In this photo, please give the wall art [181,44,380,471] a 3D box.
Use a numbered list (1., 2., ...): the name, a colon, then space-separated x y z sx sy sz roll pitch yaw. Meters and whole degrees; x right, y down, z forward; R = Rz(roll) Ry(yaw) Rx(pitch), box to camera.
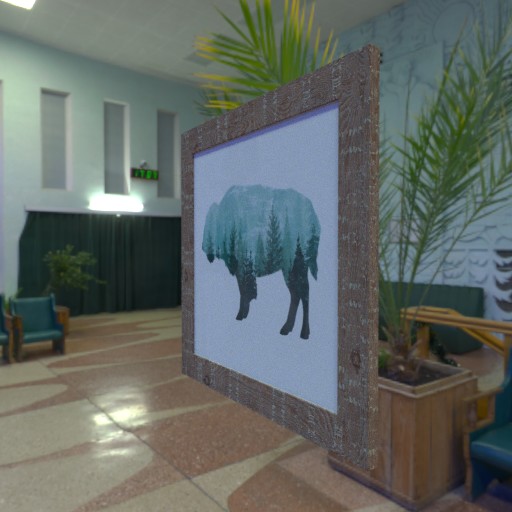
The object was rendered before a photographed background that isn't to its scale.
1. wall art: 0.000 0.000 0.555 0.022 0.380 0.380 -1 1 -35
